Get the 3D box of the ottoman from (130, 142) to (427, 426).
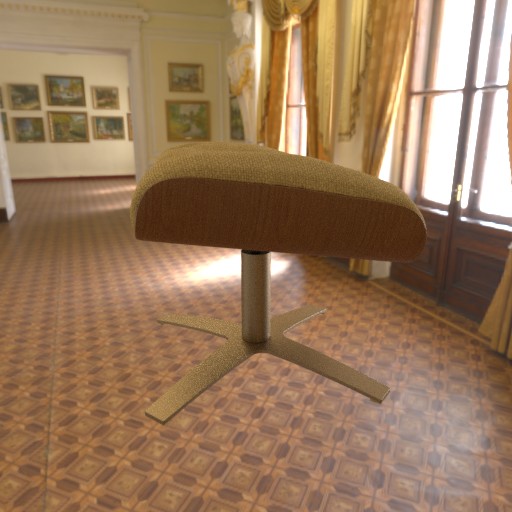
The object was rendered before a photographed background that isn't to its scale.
[{"bbox_3d":[0.000,0.000,0.806,0.394,0.391,0.520,-3,16,-9],"label":"ottoman"}]
